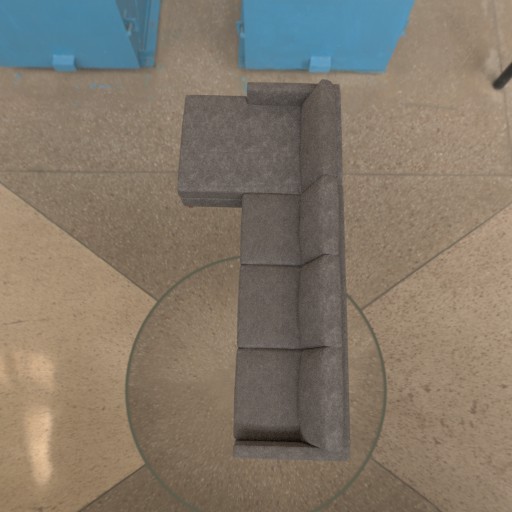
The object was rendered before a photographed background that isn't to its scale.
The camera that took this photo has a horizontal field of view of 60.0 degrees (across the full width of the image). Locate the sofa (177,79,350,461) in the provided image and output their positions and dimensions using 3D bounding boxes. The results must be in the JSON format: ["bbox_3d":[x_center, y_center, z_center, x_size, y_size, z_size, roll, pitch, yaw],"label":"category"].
[{"bbox_3d":[0.000,0.000,4.196,1.606,0.954,3.471,2,74,0],"label":"sofa"}]
